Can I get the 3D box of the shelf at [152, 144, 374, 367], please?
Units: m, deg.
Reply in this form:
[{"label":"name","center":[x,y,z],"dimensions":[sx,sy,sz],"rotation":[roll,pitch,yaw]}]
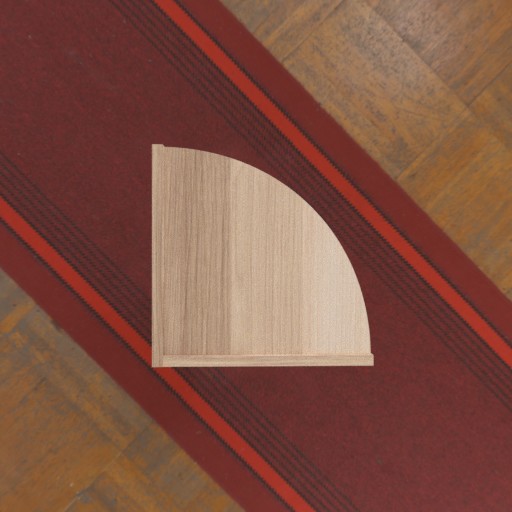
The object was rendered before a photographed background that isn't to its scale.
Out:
[{"label":"shelf","center":[0.000,0.000,1.015],"dimensions":[0.290,0.872,0.290],"rotation":[0,90,-1]}]
